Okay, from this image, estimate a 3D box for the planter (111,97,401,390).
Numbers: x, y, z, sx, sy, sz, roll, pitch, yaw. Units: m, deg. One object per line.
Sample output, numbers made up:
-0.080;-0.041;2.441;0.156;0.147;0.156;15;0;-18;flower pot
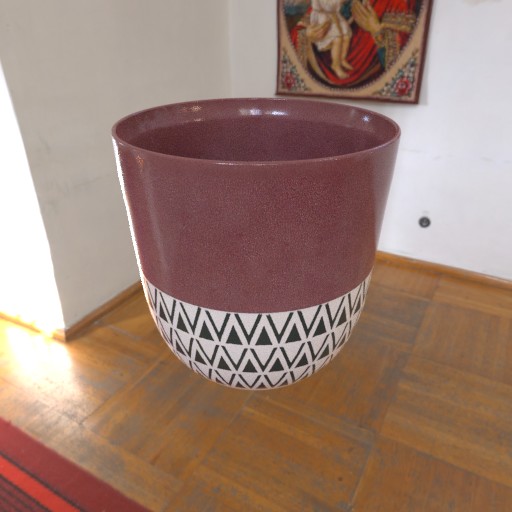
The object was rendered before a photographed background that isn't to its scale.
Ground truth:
0.000;0.000;0.360;0.195;0.214;0.195;0;29;0;planter
